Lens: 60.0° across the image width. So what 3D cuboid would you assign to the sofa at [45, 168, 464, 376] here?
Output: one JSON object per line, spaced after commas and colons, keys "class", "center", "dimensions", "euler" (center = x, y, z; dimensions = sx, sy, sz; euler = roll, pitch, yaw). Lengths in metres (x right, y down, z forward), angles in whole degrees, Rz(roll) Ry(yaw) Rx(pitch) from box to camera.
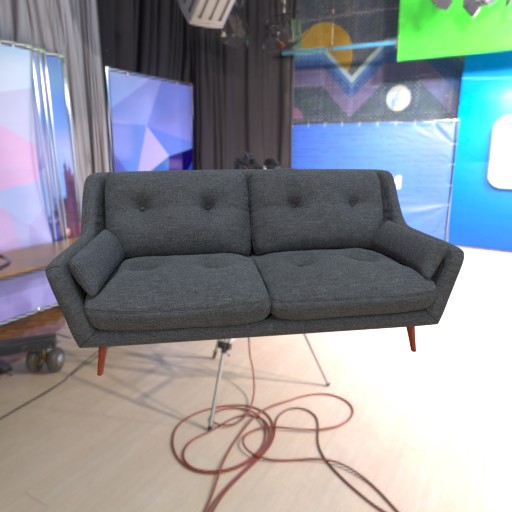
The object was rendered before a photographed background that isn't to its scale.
{"class": "sofa", "center": [0.000, 0.000, 2.418], "dimensions": [1.929, 0.896, 0.975], "euler": [-2, 15, -8]}
